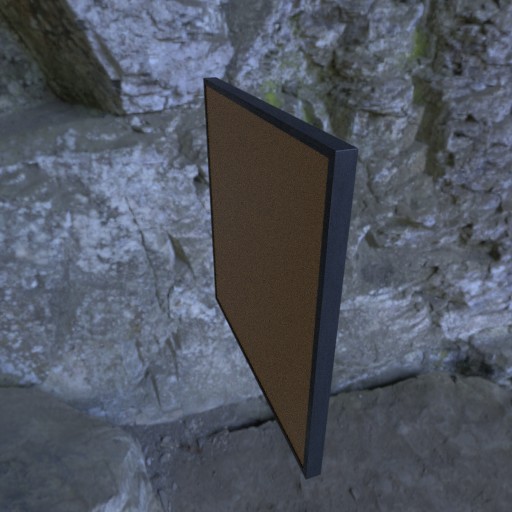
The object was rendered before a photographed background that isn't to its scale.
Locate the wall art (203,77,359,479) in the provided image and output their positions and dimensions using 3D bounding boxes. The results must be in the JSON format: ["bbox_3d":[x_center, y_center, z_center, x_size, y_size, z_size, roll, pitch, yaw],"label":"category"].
[{"bbox_3d":[0.000,0.000,1.140,0.039,0.763,0.763,-10,31,-17],"label":"wall art"}]
